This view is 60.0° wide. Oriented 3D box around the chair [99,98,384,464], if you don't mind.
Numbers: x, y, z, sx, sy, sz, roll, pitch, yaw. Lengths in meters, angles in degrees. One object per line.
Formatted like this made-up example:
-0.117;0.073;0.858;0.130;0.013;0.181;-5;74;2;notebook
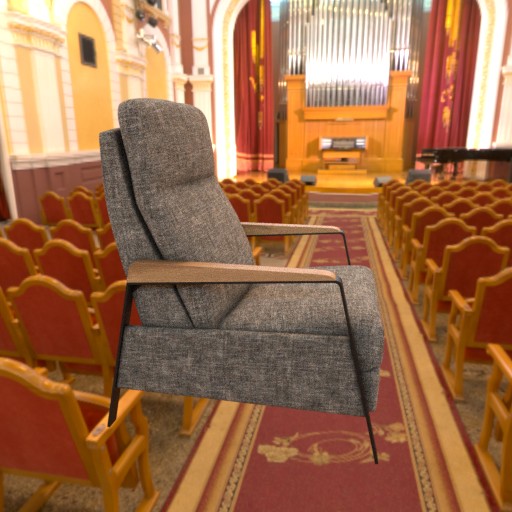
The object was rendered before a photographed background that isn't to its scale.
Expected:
0.000;0.000;1.563;0.868;1.042;0.671;3;15;11;chair
